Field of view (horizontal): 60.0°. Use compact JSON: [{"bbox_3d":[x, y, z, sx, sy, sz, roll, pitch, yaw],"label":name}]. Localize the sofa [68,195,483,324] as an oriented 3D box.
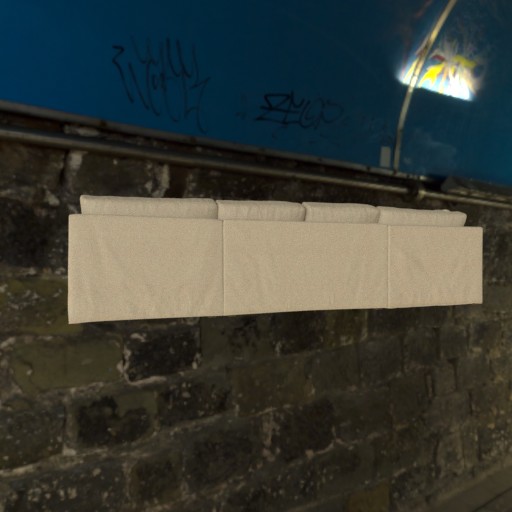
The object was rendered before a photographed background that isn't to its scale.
[{"bbox_3d":[0.000,0.000,4.505,3.460,0.882,2.427,0,0,-20],"label":"sofa"}]
